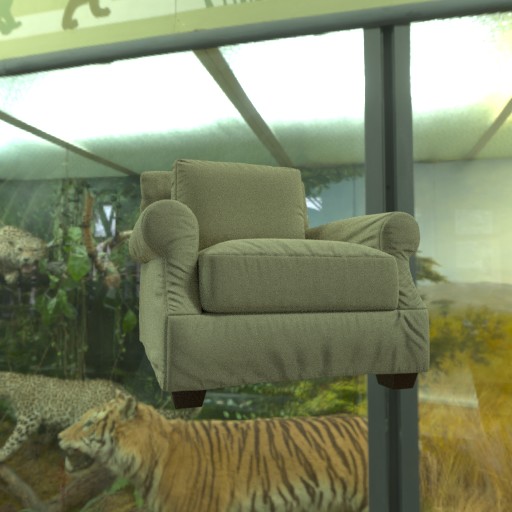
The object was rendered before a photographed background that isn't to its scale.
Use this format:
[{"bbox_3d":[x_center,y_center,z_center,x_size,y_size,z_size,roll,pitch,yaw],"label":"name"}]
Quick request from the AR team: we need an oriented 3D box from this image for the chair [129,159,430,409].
[{"bbox_3d":[0.000,0.000,1.738,0.940,0.866,1.066,1,-3,-18],"label":"chair"}]
